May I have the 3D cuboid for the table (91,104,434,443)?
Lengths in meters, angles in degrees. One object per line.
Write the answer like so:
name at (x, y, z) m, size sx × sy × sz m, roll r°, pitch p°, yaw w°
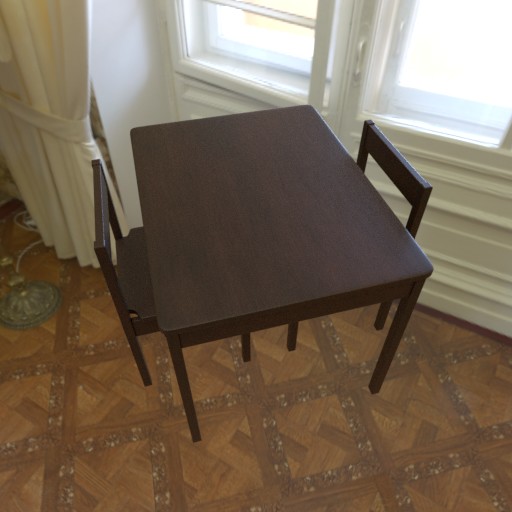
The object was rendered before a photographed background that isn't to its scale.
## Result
table at (0.000, 0.000, 1.115) m, size 0.672 × 0.503 × 0.650 m, roll -11°, pitch 47°, yaw -11°
